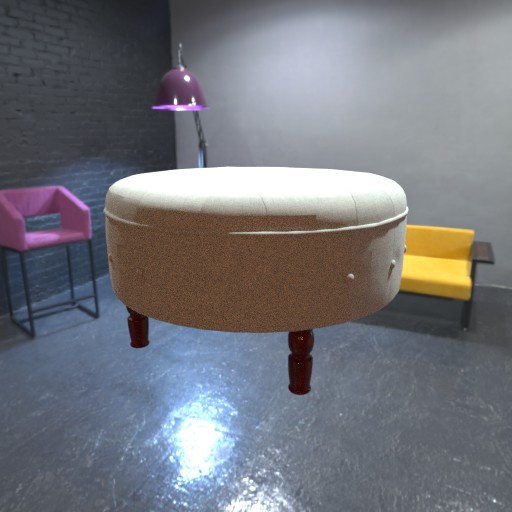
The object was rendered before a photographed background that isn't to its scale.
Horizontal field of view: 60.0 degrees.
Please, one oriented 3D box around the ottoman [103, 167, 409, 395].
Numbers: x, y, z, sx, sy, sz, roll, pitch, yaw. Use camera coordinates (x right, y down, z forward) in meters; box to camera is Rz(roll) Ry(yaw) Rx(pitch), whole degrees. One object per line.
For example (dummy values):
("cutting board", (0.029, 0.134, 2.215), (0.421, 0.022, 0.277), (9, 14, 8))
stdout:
("ottoman", (0.000, 0.000, 1.344), (0.850, 0.483, 0.850), (0, 16, 0))
